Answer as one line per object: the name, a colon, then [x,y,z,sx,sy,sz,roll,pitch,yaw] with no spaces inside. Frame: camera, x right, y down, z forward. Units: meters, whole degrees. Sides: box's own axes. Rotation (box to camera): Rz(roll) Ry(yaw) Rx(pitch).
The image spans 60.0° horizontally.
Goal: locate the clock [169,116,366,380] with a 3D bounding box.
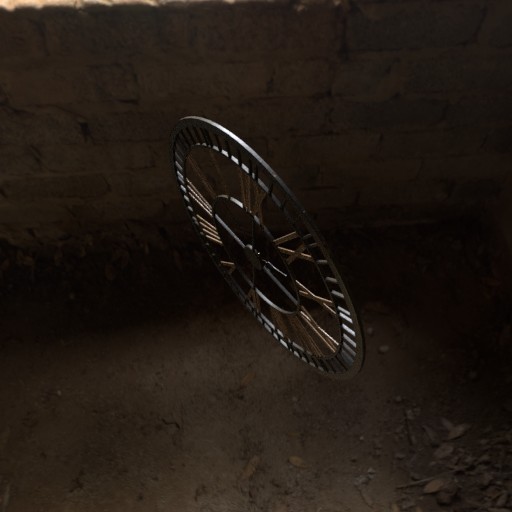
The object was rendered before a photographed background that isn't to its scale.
clock: [0.000,0.000,1.271,0.025,0.843,0.843,-34,65,-19]
